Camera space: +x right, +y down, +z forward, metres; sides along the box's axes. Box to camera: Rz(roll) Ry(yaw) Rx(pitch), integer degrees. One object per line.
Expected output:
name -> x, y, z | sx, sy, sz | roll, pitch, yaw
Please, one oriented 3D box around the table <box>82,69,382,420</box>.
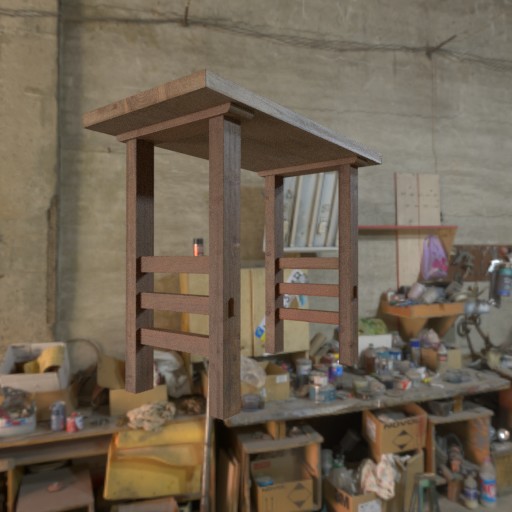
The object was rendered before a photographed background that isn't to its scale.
table -> 0.000, 0.000, 1.702 | 0.556, 0.914, 1.119 | 0, -1, 38
